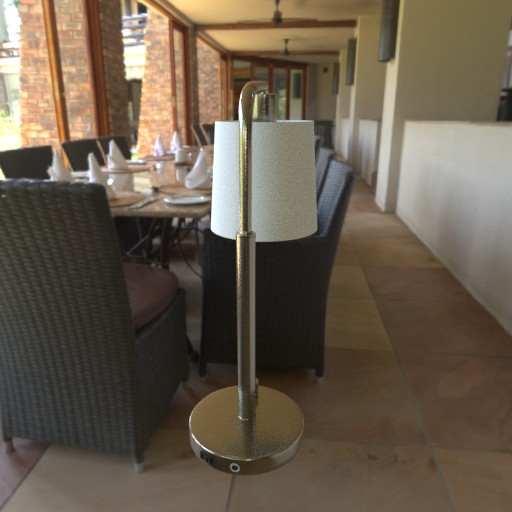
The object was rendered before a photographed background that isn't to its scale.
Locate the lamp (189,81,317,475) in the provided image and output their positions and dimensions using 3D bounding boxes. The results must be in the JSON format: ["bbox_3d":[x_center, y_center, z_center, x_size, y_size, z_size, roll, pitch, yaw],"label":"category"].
[{"bbox_3d":[0.000,0.000,0.651,0.171,0.489,0.333,3,18,9],"label":"lamp"}]
